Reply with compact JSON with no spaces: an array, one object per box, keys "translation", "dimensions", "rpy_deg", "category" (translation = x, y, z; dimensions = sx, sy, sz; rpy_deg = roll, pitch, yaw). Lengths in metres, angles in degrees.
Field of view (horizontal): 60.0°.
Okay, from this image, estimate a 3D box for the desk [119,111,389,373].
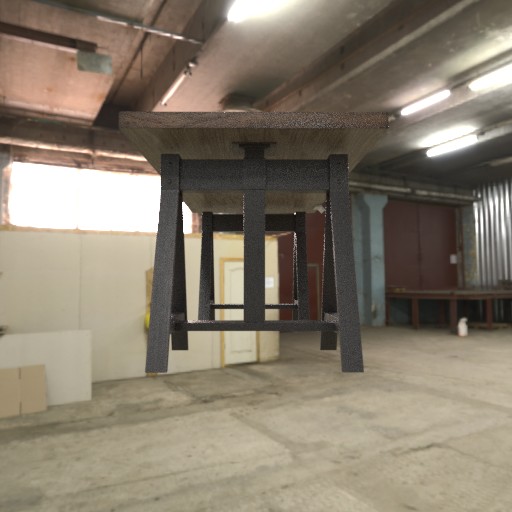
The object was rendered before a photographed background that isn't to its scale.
[{"translation":[0.000,0.000,1.992],"dimensions":[0.784,0.725,1.543],"rpy_deg":[0,-3,0],"category":"desk"}]
